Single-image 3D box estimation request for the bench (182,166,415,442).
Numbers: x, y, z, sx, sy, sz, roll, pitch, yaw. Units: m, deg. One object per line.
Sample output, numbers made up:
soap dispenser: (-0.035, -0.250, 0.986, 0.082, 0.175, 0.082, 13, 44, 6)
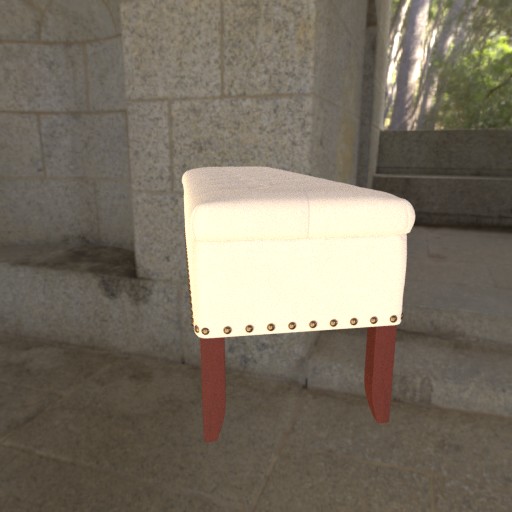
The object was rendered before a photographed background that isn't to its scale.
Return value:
bench: (0.000, 0.000, 1.283, 0.400, 0.470, 1.054, -2, 14, -9)
